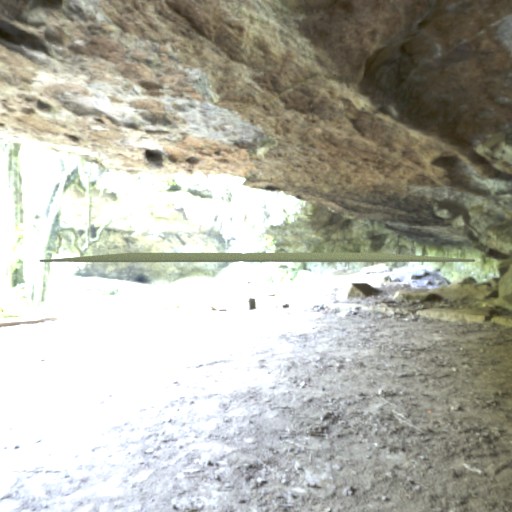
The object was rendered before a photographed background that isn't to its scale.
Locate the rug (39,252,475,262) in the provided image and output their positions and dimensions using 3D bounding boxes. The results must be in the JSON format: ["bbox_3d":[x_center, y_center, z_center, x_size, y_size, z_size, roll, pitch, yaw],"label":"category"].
[{"bbox_3d":[0.000,0.000,4.284,3.051,0.020,2.407,0,2,-1],"label":"rug"}]
